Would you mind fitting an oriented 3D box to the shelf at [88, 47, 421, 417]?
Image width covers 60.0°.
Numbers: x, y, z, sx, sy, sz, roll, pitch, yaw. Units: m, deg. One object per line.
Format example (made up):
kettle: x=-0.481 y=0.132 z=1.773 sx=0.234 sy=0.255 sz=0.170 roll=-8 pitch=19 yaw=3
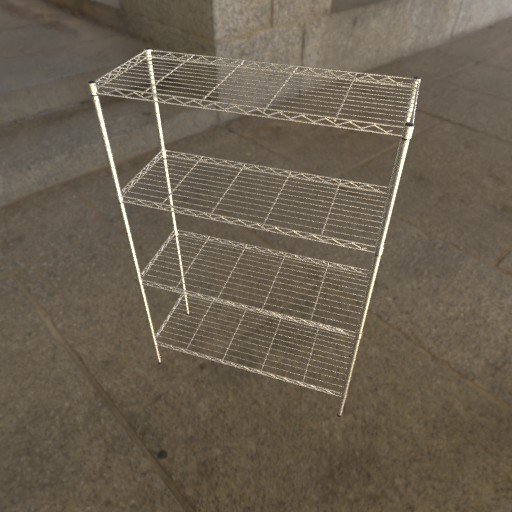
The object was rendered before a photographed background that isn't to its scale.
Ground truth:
shelf: x=0.000 y=0.000 z=1.731 sx=0.907 sy=1.360 sz=0.352 roll=12 pitch=43 yaw=14
